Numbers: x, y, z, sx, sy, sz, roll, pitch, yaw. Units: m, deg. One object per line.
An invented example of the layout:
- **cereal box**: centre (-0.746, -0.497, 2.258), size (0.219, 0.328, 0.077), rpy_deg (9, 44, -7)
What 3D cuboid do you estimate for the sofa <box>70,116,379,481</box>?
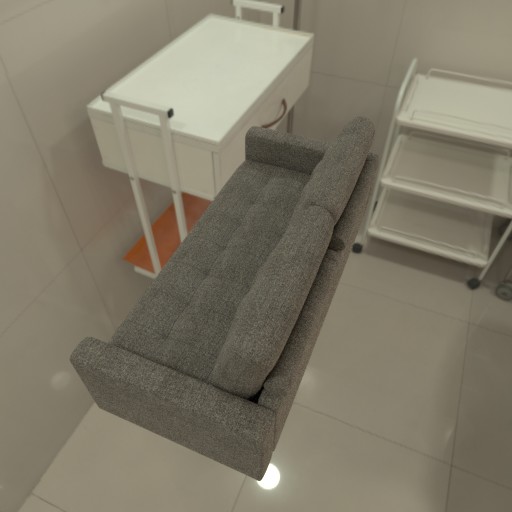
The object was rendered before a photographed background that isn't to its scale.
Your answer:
- **sofa**: centre (0.000, 0.000, 2.286), size (0.863, 0.902, 1.821), rpy_deg (17, 50, 15)
